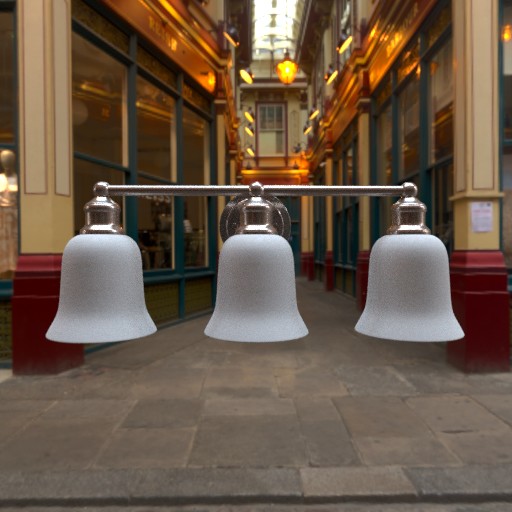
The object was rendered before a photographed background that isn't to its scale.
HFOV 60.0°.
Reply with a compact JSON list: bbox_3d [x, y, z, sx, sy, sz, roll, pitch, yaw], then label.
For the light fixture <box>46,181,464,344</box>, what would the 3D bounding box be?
[{"bbox_3d":[0.000,0.000,0.644,0.570,0.211,0.198,0,1,-1],"label":"light fixture"}]
